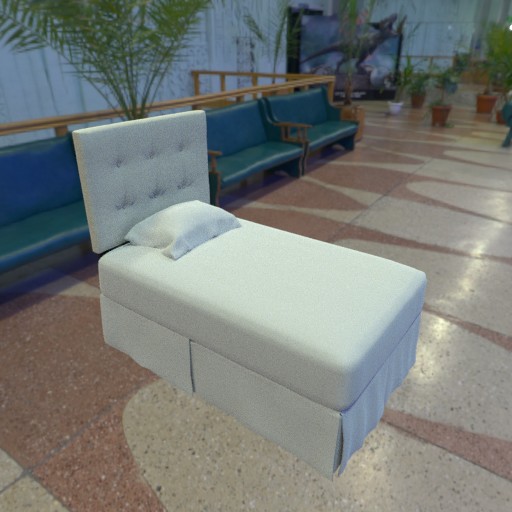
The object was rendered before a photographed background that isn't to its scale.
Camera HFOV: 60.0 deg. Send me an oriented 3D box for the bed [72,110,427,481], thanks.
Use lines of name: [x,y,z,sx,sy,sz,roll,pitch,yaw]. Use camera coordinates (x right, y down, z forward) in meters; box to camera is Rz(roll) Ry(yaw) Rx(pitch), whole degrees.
bed: [0.000,0.000,2.915,1.997,1.571,1.261,18,31,32]
